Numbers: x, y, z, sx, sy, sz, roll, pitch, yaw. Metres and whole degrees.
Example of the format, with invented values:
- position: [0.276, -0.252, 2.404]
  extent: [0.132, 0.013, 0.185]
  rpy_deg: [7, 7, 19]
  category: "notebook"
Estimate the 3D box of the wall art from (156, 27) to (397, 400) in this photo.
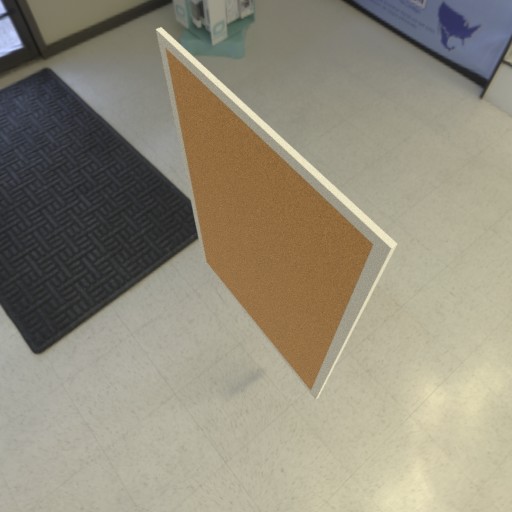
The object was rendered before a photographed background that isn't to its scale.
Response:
- position: [0.000, 0.000, 1.176]
  extent: [0.013, 0.940, 0.659]
  rpy_deg: [-33, 65, -18]
  category: "wall art"
